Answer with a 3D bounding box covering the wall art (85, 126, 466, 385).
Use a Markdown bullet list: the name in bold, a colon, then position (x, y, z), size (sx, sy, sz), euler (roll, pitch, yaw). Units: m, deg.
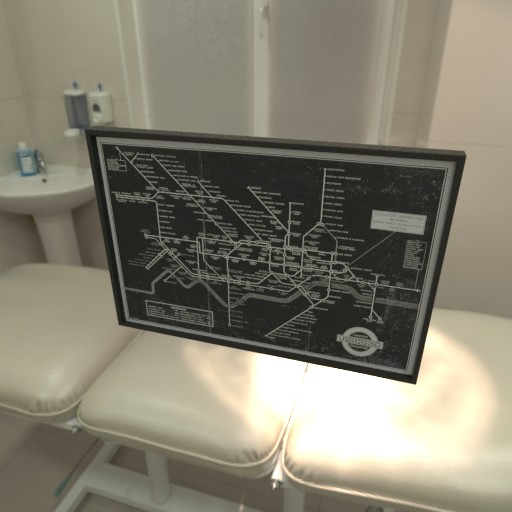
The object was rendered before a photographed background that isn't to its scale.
- **wall art**: position (0.000, 0.000, 0.575), size (0.443, 0.301, 0.021), euler (8, 28, 15)
